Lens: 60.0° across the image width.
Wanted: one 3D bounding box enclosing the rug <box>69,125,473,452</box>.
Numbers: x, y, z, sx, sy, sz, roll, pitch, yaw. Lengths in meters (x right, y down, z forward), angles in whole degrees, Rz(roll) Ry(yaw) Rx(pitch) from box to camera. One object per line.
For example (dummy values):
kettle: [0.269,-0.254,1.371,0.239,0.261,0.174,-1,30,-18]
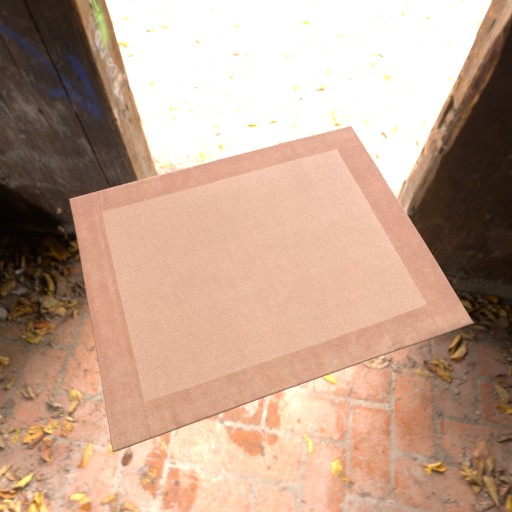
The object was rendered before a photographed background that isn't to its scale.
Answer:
rug: [0.000,0.000,4.051,3.057,0.021,2.431,-17,62,-9]
